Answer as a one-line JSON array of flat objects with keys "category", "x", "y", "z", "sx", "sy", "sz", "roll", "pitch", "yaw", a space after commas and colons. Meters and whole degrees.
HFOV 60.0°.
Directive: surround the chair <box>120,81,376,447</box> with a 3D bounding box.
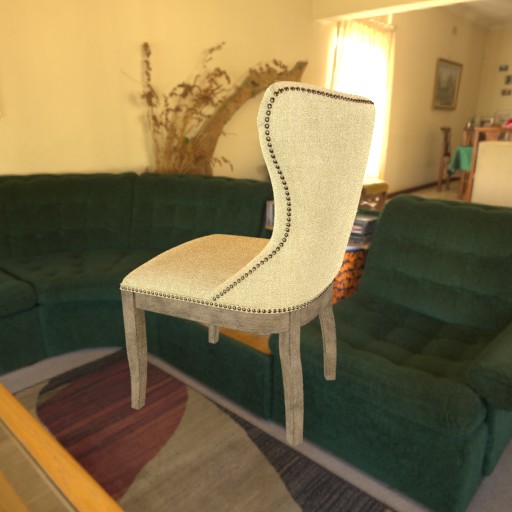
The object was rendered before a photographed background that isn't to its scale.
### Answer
[{"category": "chair", "x": 0.000, "y": 0.000, "z": 1.432, "sx": 0.681, "sy": 1.002, "sz": 0.654, "roll": 8, "pitch": 19, "yaw": 24}]
